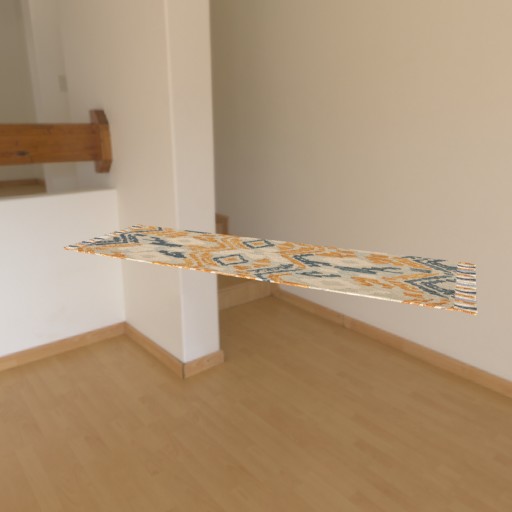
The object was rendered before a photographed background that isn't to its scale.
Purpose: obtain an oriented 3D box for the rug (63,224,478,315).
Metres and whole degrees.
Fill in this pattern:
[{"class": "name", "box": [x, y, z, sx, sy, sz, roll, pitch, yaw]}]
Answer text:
[{"class": "rug", "box": [0.000, 0.000, 2.709, 2.437, 0.010, 0.783, 8, 18, 24]}]
